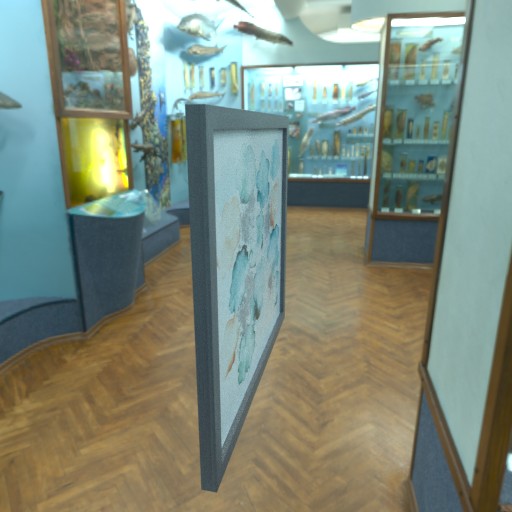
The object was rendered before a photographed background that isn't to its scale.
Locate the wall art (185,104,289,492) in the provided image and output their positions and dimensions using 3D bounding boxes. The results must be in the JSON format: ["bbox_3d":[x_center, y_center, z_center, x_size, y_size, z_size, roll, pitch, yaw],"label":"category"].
[{"bbox_3d":[0.000,0.000,0.905,0.026,0.558,0.660,4,17,12],"label":"wall art"}]
